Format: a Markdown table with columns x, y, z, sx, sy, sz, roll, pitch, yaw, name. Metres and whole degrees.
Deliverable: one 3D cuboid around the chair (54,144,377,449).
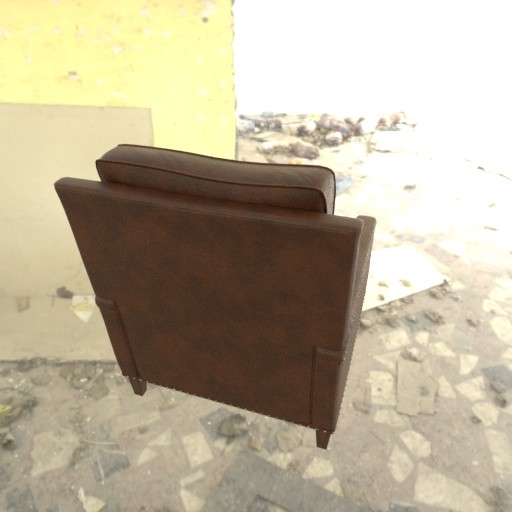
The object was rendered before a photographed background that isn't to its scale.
| x | y | z | sx | sy | sz | roll | pitch | yaw | name |
| --- | --- | --- | --- | --- | --- | --- | --- | --- | --- |
| 0.000 | 0.000 | 1.756 | 0.854 | 1.054 | 1.035 | 10 | 33 | 16 | chair |
